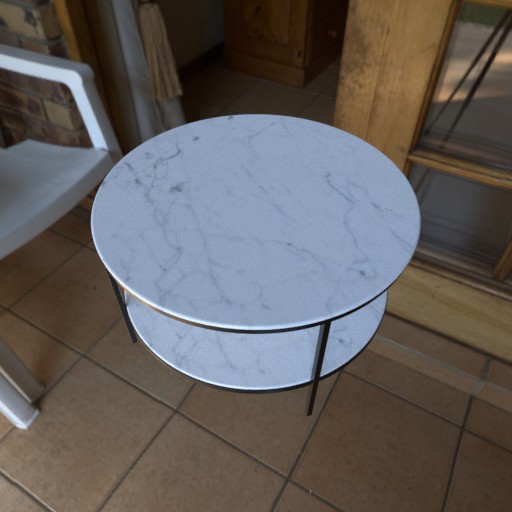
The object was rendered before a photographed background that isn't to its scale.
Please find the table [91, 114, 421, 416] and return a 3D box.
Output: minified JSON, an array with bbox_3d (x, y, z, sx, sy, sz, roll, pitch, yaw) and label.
[{"bbox_3d":[0.000,0.000,1.271,0.800,0.450,0.800,0,46,0],"label":"table"}]
